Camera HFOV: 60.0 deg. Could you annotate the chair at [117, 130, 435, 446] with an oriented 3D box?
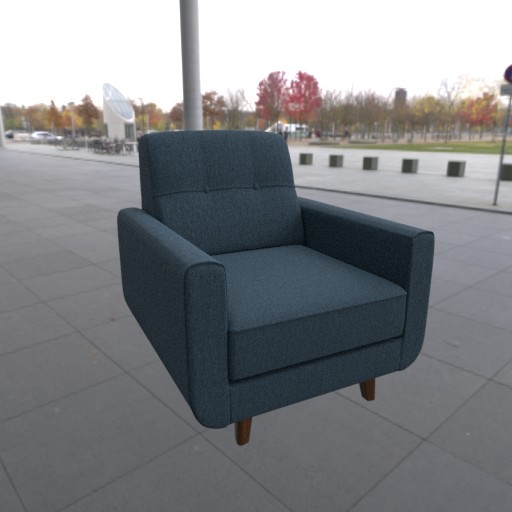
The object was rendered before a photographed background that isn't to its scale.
[{"bbox_3d":[0.000,0.000,1.715,0.880,0.940,0.964,-8,18,-26],"label":"chair"}]
